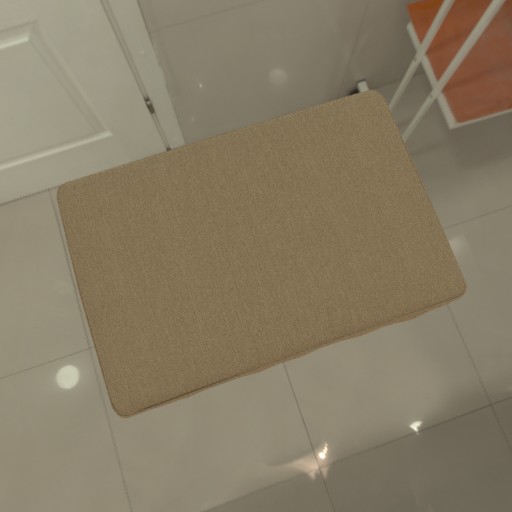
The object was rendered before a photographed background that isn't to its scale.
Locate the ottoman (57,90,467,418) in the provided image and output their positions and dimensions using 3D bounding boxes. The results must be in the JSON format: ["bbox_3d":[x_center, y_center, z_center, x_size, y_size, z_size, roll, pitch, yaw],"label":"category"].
[{"bbox_3d":[0.000,0.000,1.325,0.945,0.521,0.636,-19,78,-4],"label":"ottoman"}]
